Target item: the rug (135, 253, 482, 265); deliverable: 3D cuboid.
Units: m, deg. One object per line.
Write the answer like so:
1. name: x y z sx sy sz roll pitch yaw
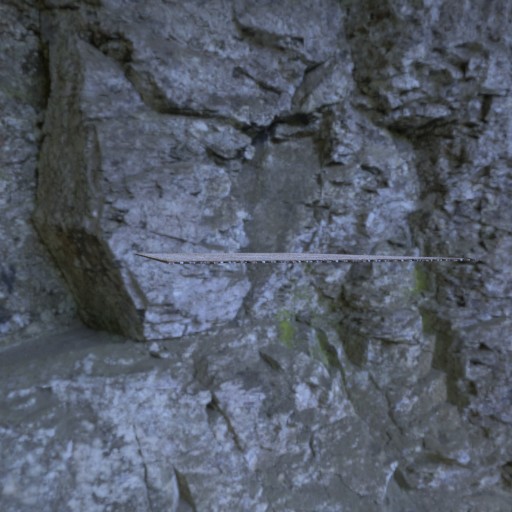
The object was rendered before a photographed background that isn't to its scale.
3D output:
1. rug: 0.000 0.000 2.530 1.237 0.010 2.029 0 1 -18
